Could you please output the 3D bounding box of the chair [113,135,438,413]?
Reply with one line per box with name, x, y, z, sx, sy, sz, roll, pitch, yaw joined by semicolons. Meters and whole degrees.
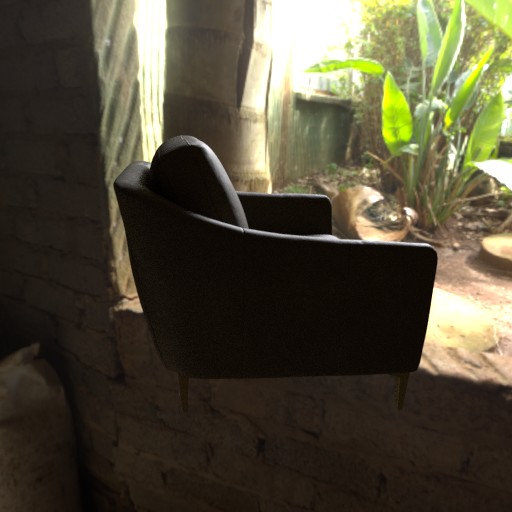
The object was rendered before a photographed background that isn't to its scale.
chair;0.000;0.000;1.732;0.961;0.901;0.988;-3;17;-10
